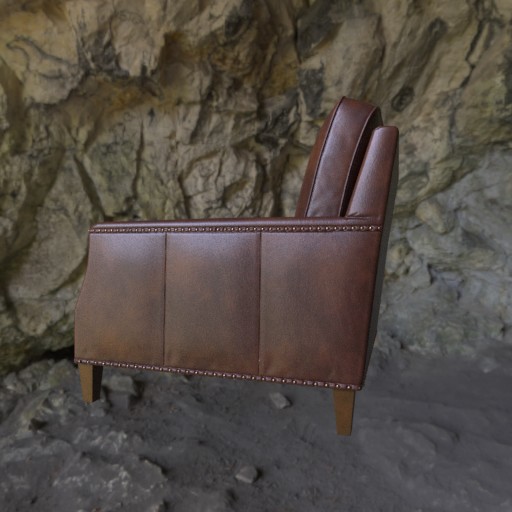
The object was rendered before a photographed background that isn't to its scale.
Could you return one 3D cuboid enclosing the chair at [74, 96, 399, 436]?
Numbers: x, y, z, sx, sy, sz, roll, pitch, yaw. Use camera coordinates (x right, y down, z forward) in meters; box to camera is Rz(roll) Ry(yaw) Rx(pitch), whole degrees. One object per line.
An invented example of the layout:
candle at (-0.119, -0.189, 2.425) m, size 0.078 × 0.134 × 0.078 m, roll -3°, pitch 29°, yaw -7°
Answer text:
chair at (0.000, 0.000, 1.660) m, size 1.014 × 0.929 × 0.853 m, roll 0°, pitch 1°, yaw 18°
